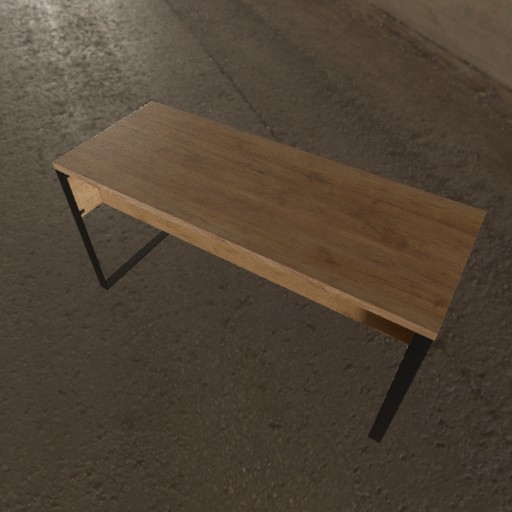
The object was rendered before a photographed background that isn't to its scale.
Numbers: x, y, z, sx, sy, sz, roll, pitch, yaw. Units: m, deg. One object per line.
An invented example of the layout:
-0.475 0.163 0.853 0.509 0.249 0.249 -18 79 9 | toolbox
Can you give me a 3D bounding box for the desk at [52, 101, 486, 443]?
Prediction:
0.000 0.000 1.920 1.520 0.760 0.600 24 51 21 | desk
